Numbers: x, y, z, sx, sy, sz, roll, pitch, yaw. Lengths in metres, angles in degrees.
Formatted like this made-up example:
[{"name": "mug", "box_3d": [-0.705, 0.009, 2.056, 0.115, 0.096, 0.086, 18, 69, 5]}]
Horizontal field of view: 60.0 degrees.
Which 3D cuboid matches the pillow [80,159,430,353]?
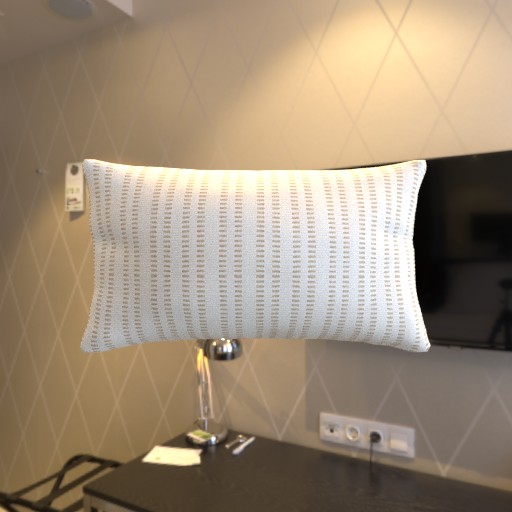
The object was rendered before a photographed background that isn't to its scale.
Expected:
[{"name": "pillow", "box_3d": [0.000, 0.000, 0.803, 0.640, 0.353, 0.210, 0, -1, -1]}]
